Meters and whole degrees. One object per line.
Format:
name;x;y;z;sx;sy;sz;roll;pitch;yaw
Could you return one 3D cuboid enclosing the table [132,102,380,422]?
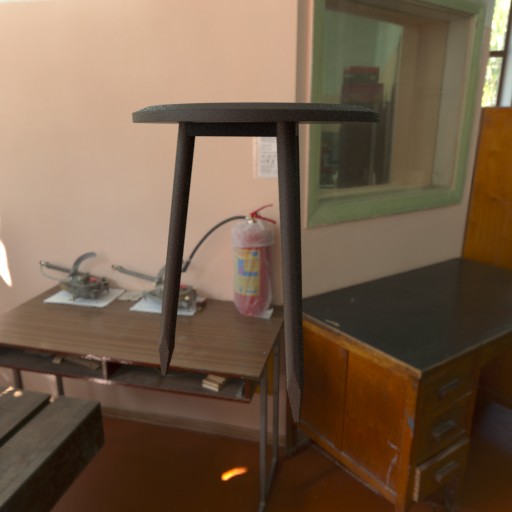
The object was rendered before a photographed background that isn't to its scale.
table;0.000;0.000;0.925;0.457;0.585;0.457;0;16;0
